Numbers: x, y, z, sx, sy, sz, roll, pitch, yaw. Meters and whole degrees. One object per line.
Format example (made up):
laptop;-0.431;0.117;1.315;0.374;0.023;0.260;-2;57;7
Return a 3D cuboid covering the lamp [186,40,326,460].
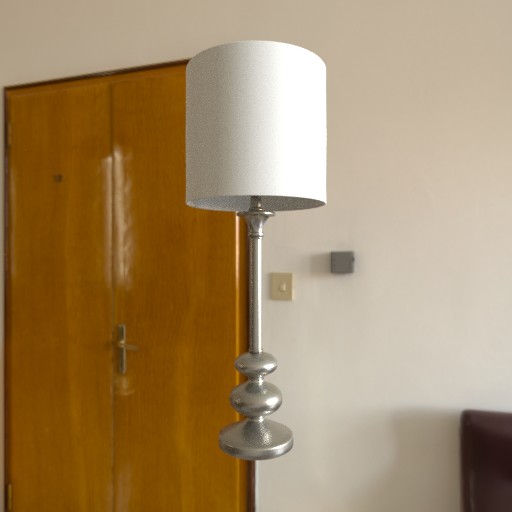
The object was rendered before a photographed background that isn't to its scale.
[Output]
lamp;0.000;0.000;0.811;0.254;0.690;0.254;0;0;-17
